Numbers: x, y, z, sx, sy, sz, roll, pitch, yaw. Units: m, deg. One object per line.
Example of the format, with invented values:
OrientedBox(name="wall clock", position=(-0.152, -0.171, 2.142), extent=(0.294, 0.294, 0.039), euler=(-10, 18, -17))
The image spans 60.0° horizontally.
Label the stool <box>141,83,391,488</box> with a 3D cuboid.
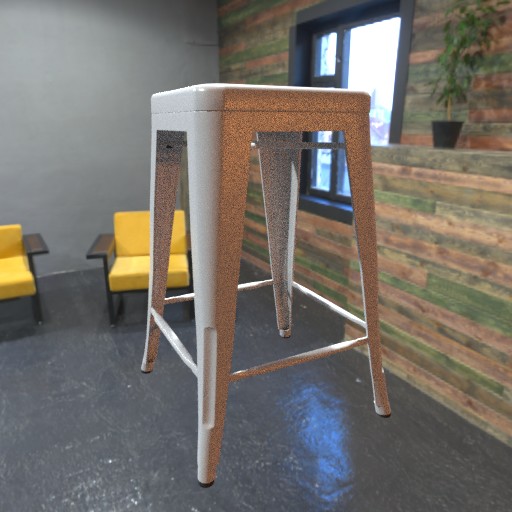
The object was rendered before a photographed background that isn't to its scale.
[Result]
OrientedBox(name="stool", position=(0.000, 0.000, 0.876), extent=(0.406, 0.610, 0.406), euler=(-8, 19, -26))
